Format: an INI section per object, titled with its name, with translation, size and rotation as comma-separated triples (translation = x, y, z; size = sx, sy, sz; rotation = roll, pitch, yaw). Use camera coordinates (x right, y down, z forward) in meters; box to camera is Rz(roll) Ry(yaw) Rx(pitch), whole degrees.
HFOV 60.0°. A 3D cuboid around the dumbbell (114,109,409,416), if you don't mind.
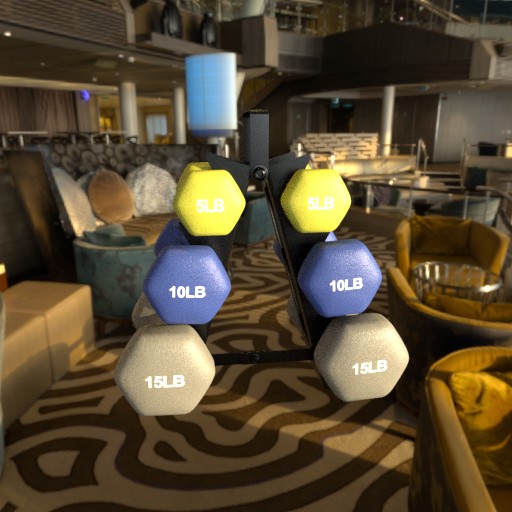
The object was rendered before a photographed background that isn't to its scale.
[dumbbell]
translation = 0.000, 0.000, 0.685
size = 0.416, 0.426, 0.261
rotation = -2, 16, -7
